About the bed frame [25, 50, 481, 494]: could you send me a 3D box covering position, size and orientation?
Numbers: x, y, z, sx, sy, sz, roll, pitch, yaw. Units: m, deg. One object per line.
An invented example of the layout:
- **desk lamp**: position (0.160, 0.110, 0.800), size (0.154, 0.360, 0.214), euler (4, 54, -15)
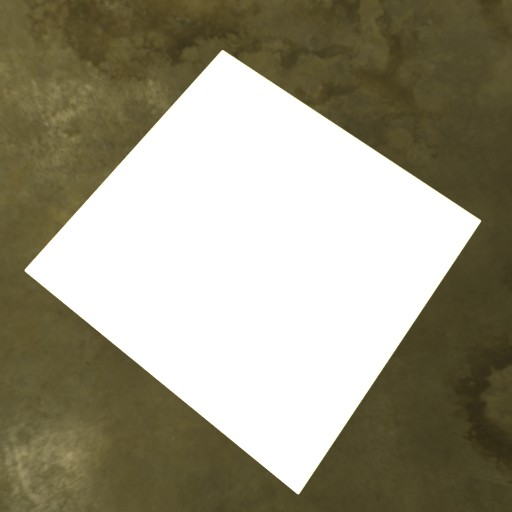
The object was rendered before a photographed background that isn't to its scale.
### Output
- **bed frame**: position (0.000, 0.000, 2.966), size (2.032, 0.559, 1.930), euler (36, 79, 8)
